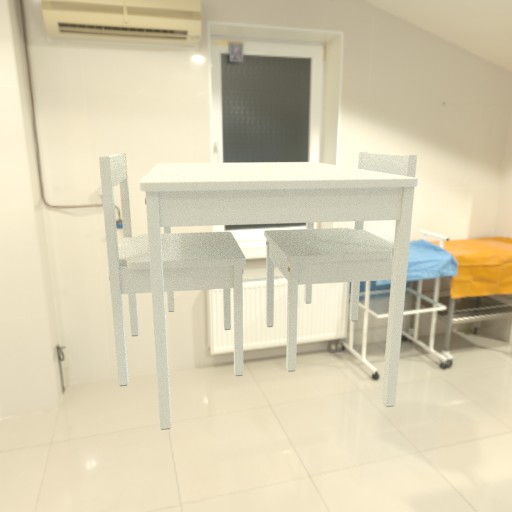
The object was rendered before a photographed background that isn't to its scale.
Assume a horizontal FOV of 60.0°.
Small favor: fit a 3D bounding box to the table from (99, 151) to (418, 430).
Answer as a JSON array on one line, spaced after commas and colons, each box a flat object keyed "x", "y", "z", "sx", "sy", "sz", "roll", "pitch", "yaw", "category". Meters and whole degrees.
[{"x": 0.000, "y": 0.000, "z": 1.117, "sx": 0.672, "sy": 0.503, "sz": 0.650, "roll": -2, "pitch": 15, "yaw": -9, "category": "table"}]
